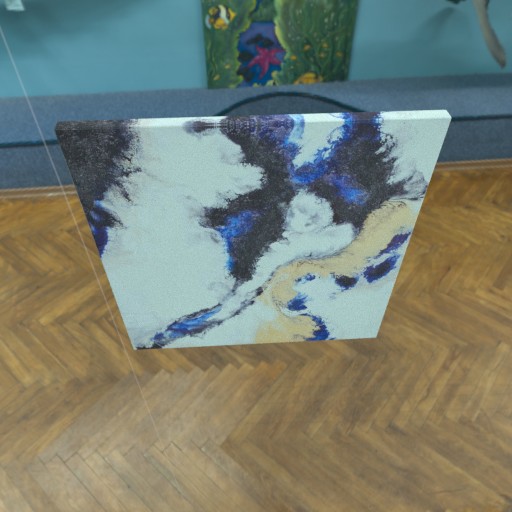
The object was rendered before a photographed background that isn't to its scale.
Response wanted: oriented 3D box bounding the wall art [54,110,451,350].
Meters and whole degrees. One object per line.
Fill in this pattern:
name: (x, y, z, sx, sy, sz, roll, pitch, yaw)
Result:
wall art: (0.000, 0.000, 1.314, 0.887, 0.885, 0.038, -2, 46, -2)
